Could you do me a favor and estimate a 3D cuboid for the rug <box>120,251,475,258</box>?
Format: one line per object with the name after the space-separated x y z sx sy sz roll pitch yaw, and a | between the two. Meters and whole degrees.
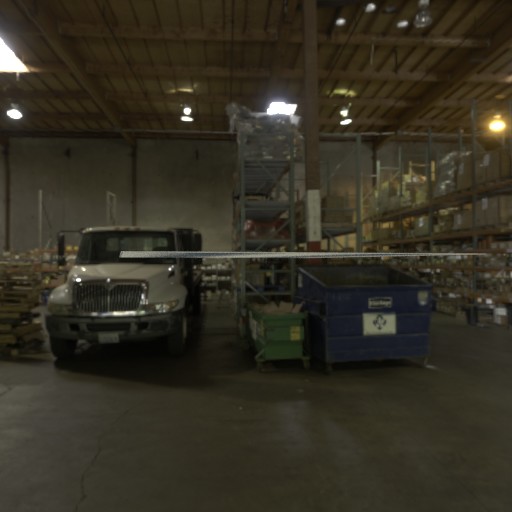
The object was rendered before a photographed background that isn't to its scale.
0.000 0.000 4.182 2.453 0.004 3.037 0 -1 -17 | rug
